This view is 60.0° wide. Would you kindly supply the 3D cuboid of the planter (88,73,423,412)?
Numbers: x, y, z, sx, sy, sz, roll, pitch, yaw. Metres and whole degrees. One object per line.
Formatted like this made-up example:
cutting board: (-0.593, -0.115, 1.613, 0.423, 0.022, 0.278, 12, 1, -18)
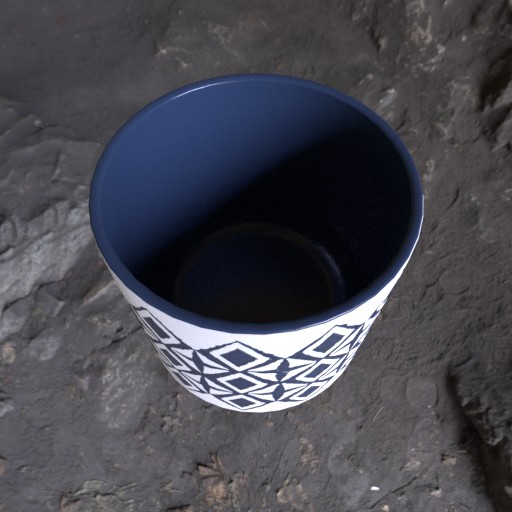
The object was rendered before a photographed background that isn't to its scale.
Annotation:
planter: (0.000, 0.000, 0.312, 0.182, 0.165, 0.182, 0, 59, 0)
